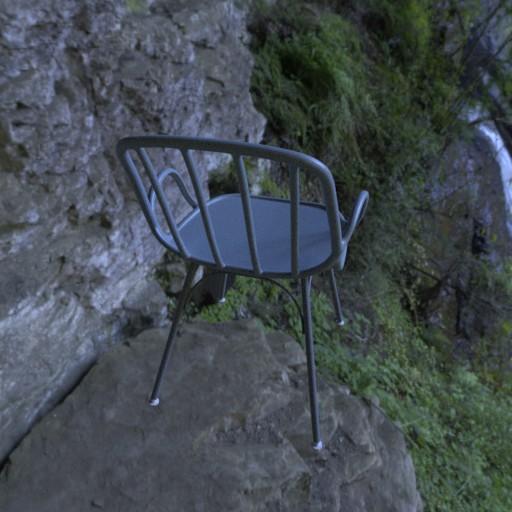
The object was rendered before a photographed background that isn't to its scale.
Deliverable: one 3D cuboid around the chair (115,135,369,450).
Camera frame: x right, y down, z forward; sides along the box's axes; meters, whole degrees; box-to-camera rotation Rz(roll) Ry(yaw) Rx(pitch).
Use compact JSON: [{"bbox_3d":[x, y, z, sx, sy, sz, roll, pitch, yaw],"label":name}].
[{"bbox_3d":[0.000,0.000,1.220,0.549,0.816,0.597,9,33,15],"label":"chair"}]
